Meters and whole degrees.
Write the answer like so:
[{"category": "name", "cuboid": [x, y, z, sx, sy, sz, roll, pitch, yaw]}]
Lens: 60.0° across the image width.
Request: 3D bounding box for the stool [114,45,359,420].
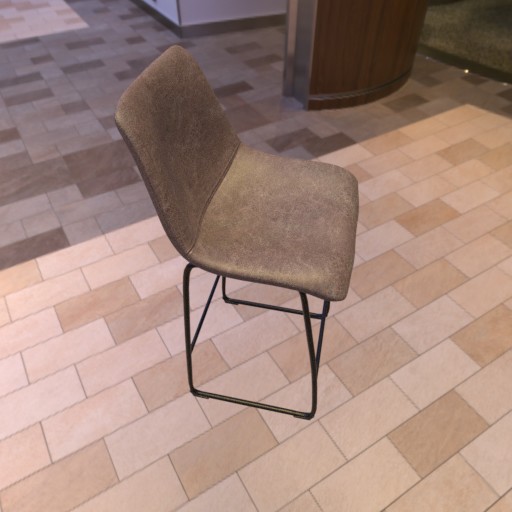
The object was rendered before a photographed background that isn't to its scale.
[{"category": "stool", "cuboid": [0.000, 0.000, 1.355, 0.561, 1.082, 0.514, 9, 46, 9]}]
